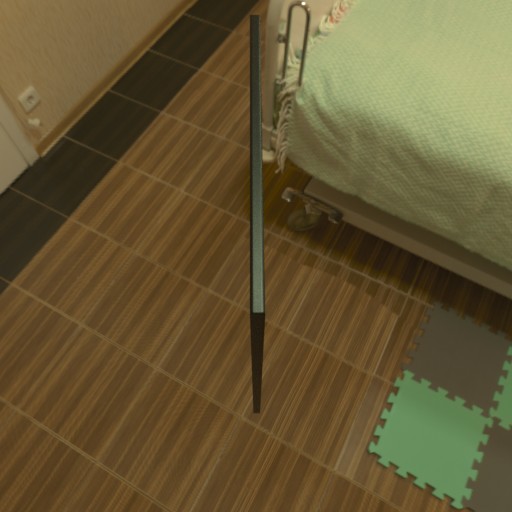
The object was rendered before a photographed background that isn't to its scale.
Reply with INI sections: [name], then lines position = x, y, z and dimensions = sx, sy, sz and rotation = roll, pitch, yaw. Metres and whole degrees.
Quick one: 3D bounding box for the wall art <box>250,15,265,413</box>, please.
[wall art]
position = 0.000, 0.000, 0.851
dimensions = 0.016, 0.657, 0.480
rotation = 0, 62, 0
